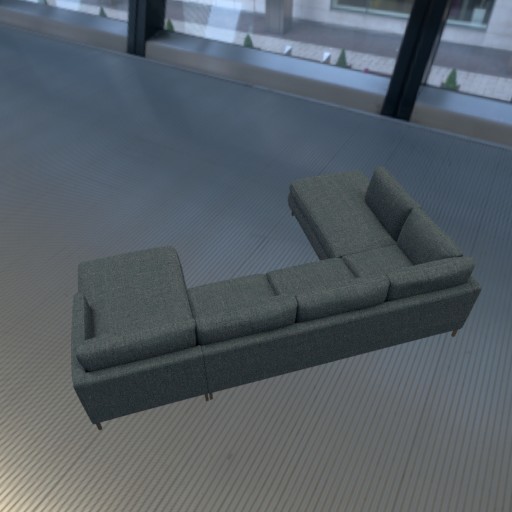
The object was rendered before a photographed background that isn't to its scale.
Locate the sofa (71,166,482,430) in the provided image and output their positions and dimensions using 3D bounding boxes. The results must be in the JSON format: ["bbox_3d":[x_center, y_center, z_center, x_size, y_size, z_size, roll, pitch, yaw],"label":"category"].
[{"bbox_3d":[0.000,0.000,3.519,2.737,0.753,1.879,-11,44,-12],"label":"sofa"}]
